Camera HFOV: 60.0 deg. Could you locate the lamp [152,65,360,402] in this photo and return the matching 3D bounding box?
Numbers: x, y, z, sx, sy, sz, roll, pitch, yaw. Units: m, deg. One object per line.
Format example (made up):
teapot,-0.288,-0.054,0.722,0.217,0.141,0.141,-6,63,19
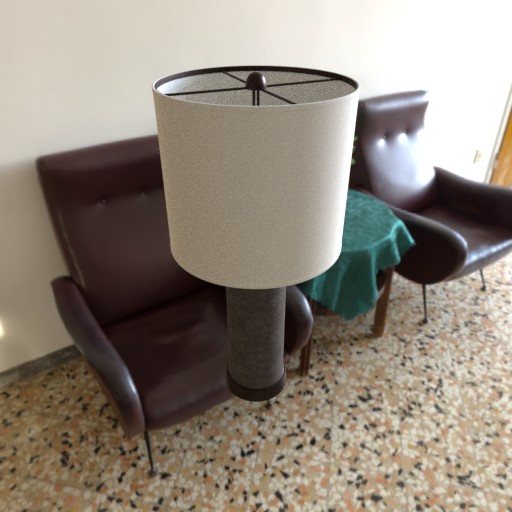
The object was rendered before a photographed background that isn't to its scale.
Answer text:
lamp,0.000,0.000,0.810,0.301,0.630,0.301,11,34,17
